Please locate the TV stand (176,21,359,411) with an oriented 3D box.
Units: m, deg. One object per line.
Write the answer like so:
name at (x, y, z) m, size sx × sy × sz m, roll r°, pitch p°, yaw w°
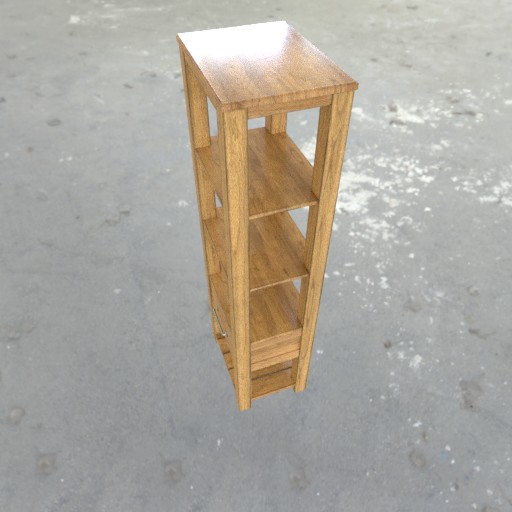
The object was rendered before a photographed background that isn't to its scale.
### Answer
TV stand at (0.000, 0.000, 2.072) m, size 0.435 × 1.828 × 0.565 m, roll -14°, pitch 47°, yaw -14°
